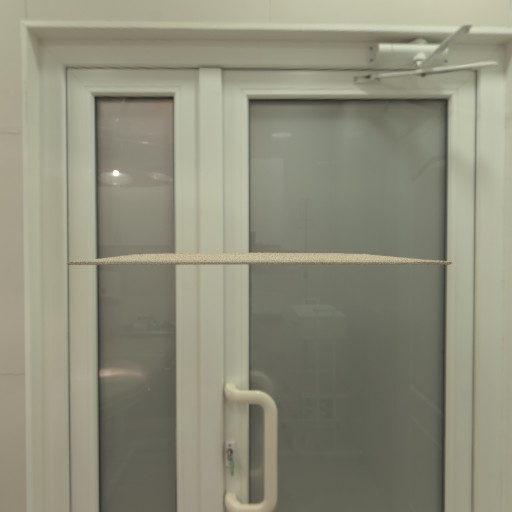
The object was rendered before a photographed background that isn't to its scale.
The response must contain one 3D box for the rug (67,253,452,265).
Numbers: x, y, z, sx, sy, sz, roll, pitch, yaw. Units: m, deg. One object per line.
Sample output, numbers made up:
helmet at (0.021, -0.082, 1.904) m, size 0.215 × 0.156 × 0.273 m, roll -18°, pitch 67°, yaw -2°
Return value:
rug at (0.000, 0.000, 2.962) m, size 1.574 × 0.029 × 2.346 m, roll 0°, pitch 1°, yaw -1°
